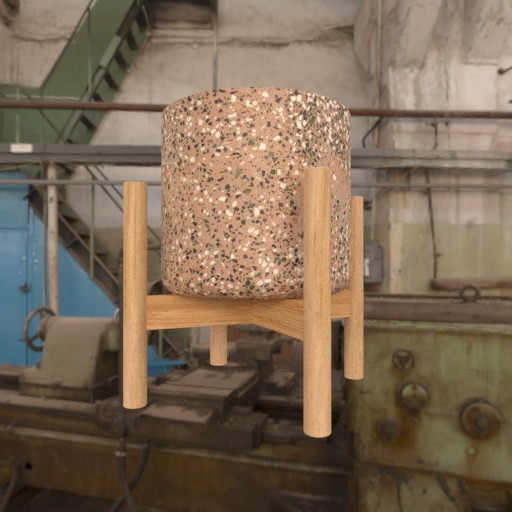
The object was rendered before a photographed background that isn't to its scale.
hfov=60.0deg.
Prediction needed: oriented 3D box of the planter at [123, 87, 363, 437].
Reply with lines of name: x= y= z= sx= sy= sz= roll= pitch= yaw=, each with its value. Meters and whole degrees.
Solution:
planter: x=0.000 y=0.000 z=0.531 sx=0.284 sy=0.320 sz=0.284 roll=0 pitch=0 yaw=-1
